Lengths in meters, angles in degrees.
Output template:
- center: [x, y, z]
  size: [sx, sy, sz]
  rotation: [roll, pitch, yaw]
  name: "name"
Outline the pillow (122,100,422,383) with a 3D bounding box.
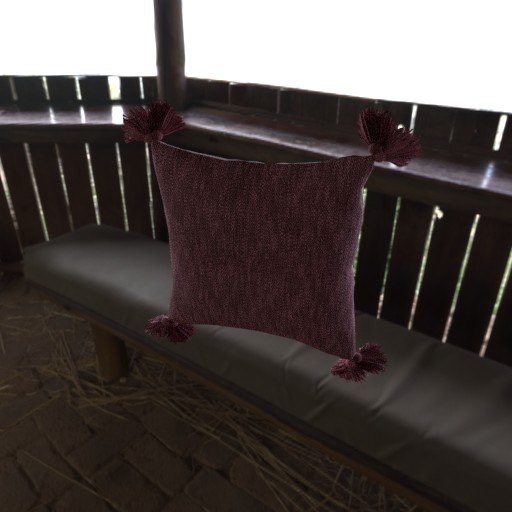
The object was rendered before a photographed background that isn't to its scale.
- center: [0.000, 0.000, 1.000]
  size: [0.641, 0.659, 0.138]
  rotation: [8, 28, 15]
  name: "pillow"
